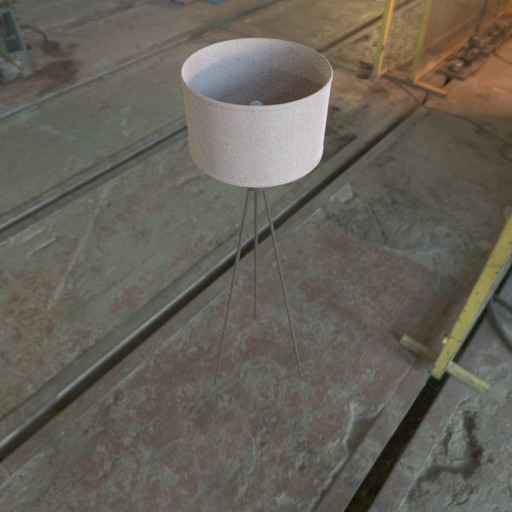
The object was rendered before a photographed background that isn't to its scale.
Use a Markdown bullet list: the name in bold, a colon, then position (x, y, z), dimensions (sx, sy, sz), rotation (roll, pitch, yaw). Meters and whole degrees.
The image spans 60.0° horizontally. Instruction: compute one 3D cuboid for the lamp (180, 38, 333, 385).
- **lamp**: position (0.000, 0.000, 1.776), dimensions (0.449, 1.545, 0.460), rotation (-4, 47, -3)
